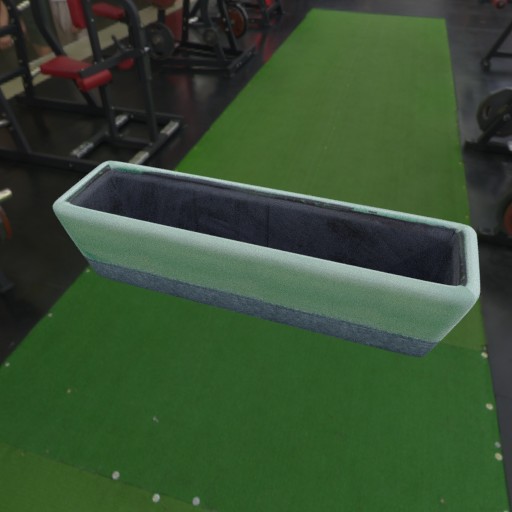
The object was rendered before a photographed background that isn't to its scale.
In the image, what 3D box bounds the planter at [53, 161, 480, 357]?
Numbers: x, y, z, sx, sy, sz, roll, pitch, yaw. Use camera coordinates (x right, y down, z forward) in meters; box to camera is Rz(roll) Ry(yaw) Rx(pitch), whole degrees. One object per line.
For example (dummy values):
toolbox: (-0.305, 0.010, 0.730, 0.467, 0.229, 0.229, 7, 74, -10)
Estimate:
planter: (0.000, 0.000, 0.315, 0.275, 0.072, 0.072, 12, 42, 14)
